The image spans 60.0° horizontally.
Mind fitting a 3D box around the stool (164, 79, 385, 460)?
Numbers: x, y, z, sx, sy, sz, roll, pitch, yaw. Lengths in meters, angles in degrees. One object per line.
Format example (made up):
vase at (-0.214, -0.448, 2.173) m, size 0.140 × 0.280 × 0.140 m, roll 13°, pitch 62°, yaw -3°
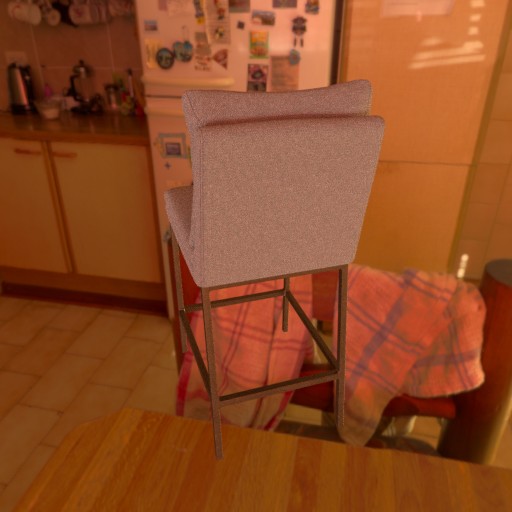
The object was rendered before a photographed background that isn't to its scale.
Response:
stool at (0.000, 0.000, 1.357) m, size 0.463 × 1.031 × 0.569 m, roll -9°, pitch 29°, yaw -16°
